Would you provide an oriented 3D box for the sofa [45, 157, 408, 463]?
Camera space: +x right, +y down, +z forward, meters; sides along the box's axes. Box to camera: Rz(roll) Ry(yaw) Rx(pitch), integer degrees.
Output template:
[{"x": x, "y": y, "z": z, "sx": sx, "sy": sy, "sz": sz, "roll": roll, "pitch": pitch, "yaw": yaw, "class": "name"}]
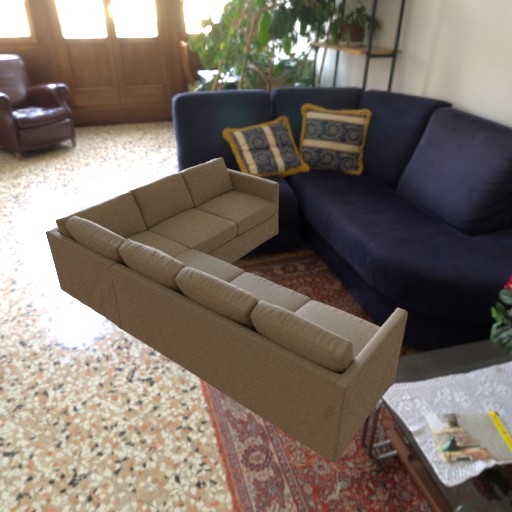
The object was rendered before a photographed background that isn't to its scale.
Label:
[{"x": 0.000, "y": 0.000, "z": 4.263, "sx": 3.182, "sy": 0.871, "sz": 2.432, "roll": 21, "pitch": 36, "yaw": 32, "class": "sofa"}]
